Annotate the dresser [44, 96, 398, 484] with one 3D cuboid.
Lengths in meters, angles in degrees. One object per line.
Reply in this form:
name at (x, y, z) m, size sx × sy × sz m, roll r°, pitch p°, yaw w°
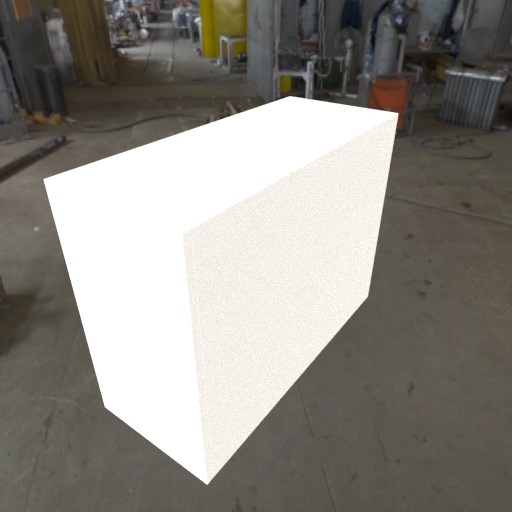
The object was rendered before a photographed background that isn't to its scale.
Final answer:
dresser at (0.000, 0.000, 1.543) m, size 0.460 × 0.820 × 1.100 m, roll 21°, pitch 38°, yaw 30°
